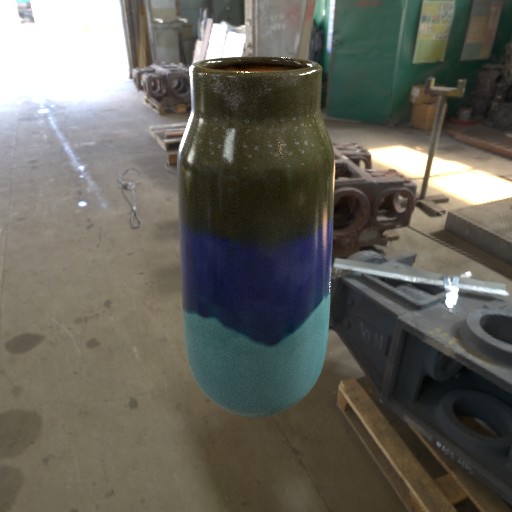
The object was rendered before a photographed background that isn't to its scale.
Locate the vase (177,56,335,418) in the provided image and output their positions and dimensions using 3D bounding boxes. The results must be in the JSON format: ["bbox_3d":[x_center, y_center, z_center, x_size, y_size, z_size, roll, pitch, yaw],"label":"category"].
[{"bbox_3d":[0.000,0.000,0.389,0.139,0.313,0.139,0,30,0],"label":"vase"}]
